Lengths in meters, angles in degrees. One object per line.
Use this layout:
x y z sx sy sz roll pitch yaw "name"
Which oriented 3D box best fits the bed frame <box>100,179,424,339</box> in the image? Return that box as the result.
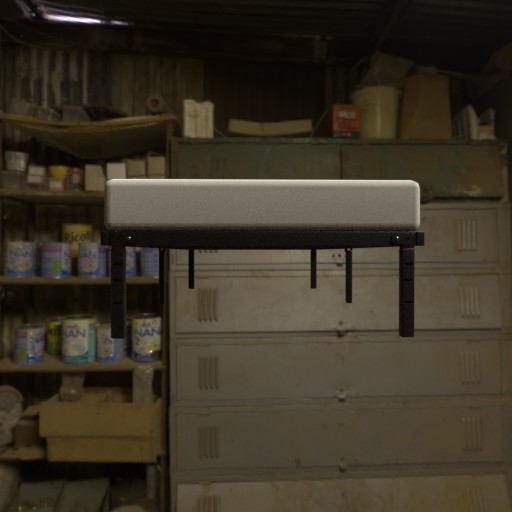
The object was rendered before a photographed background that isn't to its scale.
0.000 0.000 3.193 1.393 0.680 2.635 0 0 -1 "bed frame"
